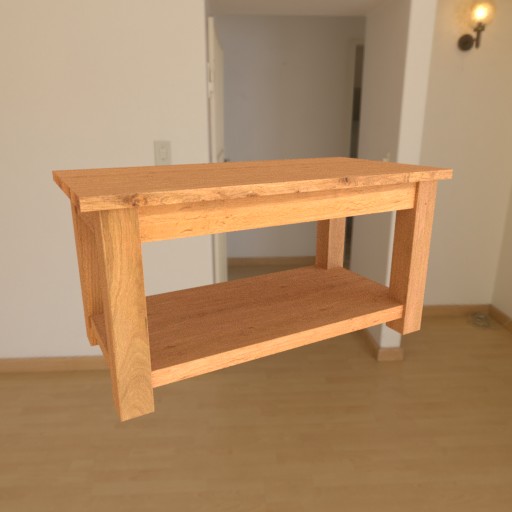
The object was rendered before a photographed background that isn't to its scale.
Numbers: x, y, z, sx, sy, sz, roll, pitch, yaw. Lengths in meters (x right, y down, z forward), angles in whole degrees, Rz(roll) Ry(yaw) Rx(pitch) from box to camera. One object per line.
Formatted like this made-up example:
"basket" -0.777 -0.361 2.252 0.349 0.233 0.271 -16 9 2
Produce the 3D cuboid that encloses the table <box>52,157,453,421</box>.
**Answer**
"table" 0.000 0.000 1.177 0.899 0.452 0.450 -9 19 -27
